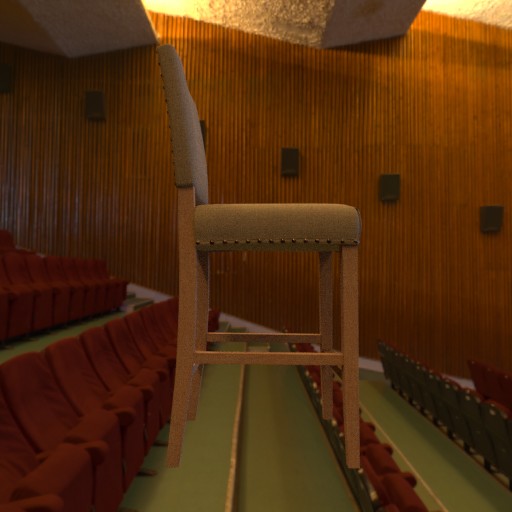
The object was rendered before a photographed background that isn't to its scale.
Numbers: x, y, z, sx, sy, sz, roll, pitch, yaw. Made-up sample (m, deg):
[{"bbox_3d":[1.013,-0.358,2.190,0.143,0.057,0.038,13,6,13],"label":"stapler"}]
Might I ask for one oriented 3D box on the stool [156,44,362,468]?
[{"bbox_3d":[0.000,0.000,1.435,0.585,1.173,0.445,0,-2,-1],"label":"stool"}]
